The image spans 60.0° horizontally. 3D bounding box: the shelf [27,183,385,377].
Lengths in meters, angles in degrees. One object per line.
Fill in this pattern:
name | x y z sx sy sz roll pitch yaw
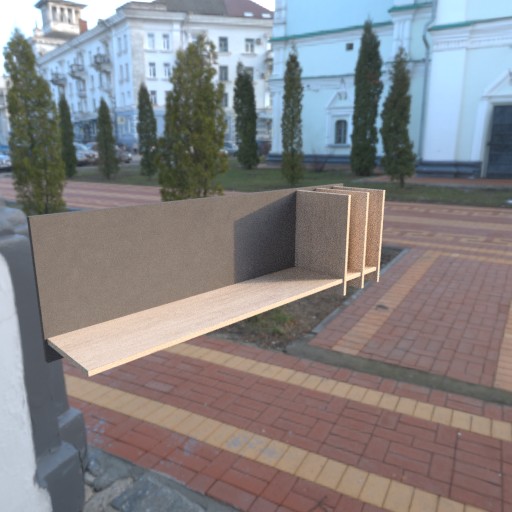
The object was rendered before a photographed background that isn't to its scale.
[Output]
shelf | 0.000 0.000 1.151 1.020 0.300 0.200 -14 20 -43
